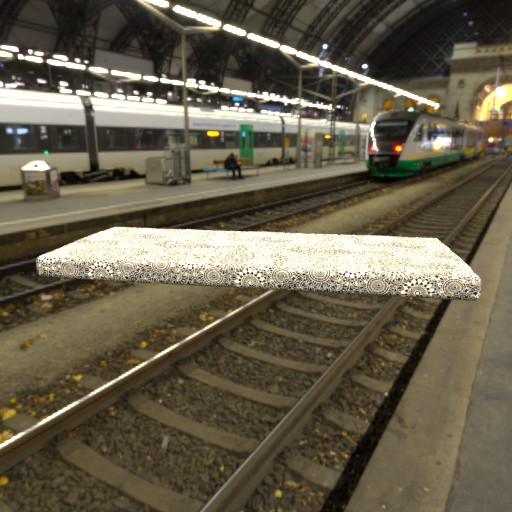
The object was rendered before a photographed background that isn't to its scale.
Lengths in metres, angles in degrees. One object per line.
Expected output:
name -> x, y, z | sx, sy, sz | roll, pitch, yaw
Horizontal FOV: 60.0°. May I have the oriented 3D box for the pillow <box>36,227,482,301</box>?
pillow -> 0.000, 0.000, 1.347 | 1.187, 0.081, 0.492 | 2, 15, 10
